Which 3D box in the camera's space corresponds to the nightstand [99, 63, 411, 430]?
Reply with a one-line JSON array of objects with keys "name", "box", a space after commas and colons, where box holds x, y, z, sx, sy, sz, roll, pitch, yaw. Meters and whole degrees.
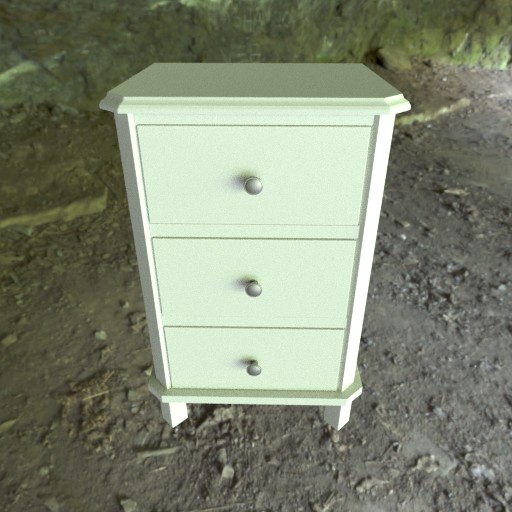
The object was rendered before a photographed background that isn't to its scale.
[{"name": "nightstand", "box": [0.000, 0.000, 0.901, 0.435, 0.681, 0.351, 1, 31, 1]}]
